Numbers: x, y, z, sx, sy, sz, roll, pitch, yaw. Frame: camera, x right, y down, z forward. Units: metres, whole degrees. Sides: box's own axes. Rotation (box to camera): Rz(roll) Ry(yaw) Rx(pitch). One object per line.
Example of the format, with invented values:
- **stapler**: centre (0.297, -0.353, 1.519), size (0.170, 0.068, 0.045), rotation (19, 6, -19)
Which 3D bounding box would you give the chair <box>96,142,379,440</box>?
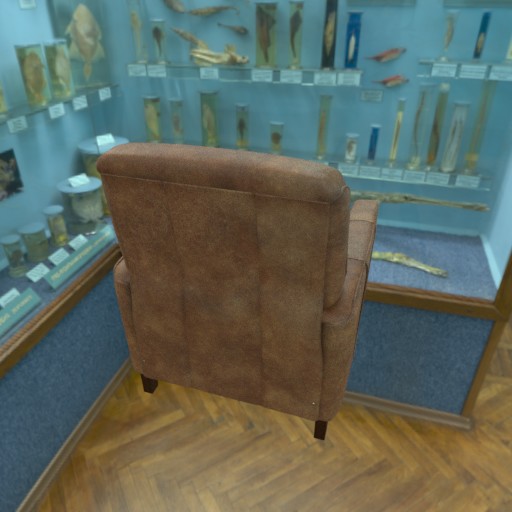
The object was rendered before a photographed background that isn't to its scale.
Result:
- **chair**: centre (0.000, 0.000, 1.698), size (0.843, 1.043, 0.836), rotation (10, 33, 15)
